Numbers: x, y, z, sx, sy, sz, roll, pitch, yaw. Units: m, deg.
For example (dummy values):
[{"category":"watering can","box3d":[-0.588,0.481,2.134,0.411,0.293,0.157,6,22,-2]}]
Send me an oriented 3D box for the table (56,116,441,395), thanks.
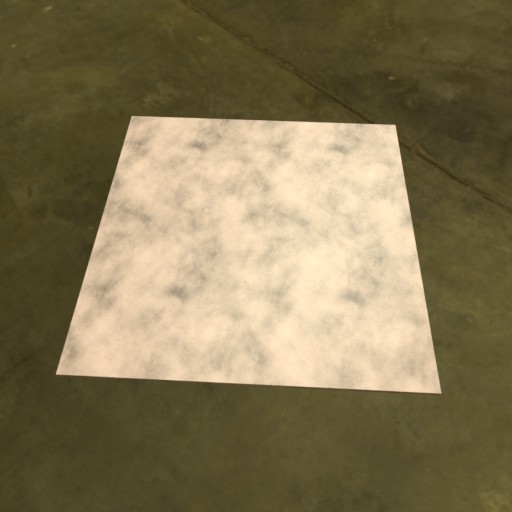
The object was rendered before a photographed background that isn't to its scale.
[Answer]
[{"category":"table","box3d":[0.000,0.000,1.386,0.890,0.305,0.890,2,58,2]}]
